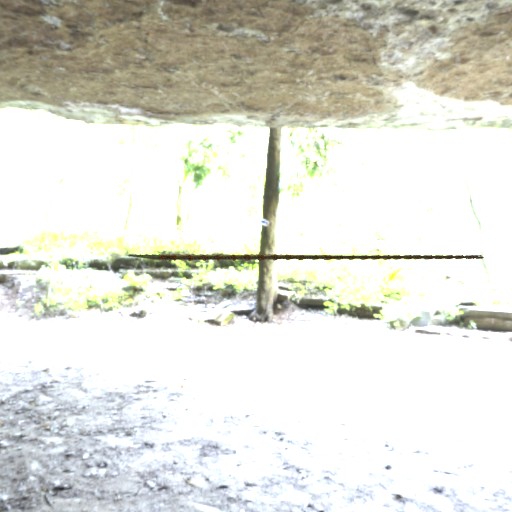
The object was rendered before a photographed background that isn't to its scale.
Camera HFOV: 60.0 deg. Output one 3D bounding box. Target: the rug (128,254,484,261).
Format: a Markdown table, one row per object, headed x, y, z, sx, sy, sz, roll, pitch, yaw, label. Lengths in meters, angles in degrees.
| x | y | z | sx | sy | sz | roll | pitch | yaw | label |
| --- | --- | --- | --- | --- | --- | --- | --- | --- | --- |
| 0.000 | 0.000 | 2.319 | 1.220 | 0.019 | 1.838 | 0 | 0 | -19 | rug |
